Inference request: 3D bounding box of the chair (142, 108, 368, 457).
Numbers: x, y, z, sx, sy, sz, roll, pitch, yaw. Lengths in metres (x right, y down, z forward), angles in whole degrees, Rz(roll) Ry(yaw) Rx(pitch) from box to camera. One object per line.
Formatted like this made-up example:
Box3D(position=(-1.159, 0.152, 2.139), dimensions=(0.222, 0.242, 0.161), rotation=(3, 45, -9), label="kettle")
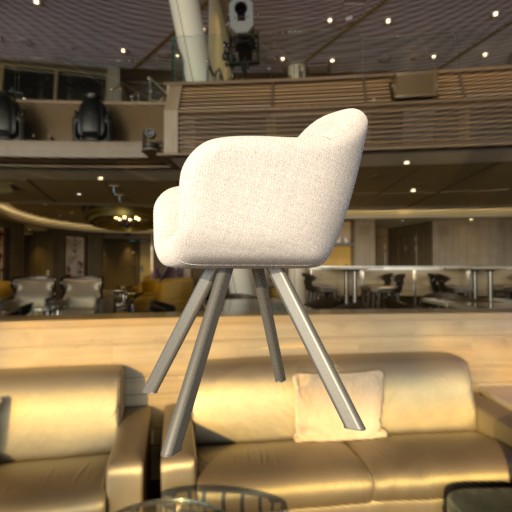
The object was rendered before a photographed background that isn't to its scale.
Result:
Box3D(position=(0.000, 0.000, 1.185), dimensions=(0.550, 0.795, 0.590), rotation=(1, -2, -19), label="chair")
